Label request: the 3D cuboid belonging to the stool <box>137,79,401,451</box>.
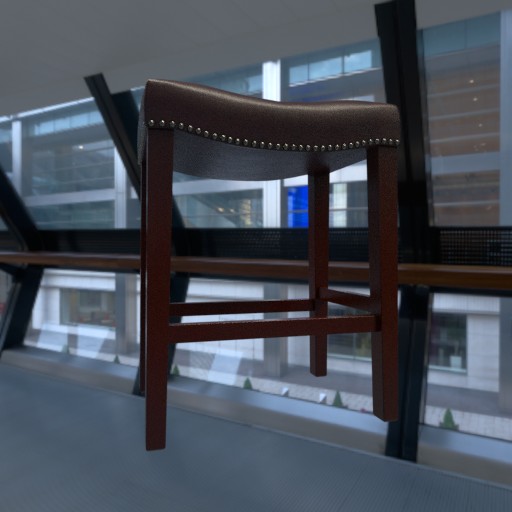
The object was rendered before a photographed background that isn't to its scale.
[{"bbox_3d":[0.000,0.000,0.989,0.504,0.657,0.372,0,1,-16],"label":"stool"}]
